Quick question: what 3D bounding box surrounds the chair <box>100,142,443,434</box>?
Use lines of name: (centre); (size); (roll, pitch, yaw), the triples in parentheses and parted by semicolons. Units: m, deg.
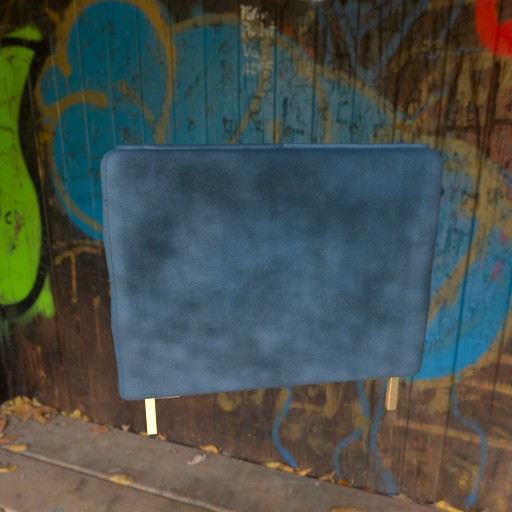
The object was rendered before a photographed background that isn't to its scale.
chair: (0.000, 0.000, 1.535); (0.868, 0.771, 0.877); (-2, 15, -9)
